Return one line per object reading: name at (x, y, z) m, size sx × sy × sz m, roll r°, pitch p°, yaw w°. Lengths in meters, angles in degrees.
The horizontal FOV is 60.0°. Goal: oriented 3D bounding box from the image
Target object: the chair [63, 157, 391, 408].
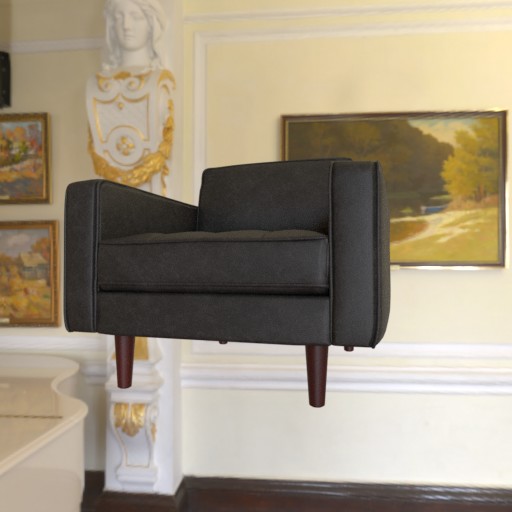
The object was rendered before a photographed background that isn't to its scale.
chair at (0.000, 0.000, 1.538) m, size 0.889 × 0.763 × 0.914 m, roll 0°, pitch -1°, yaw 18°
